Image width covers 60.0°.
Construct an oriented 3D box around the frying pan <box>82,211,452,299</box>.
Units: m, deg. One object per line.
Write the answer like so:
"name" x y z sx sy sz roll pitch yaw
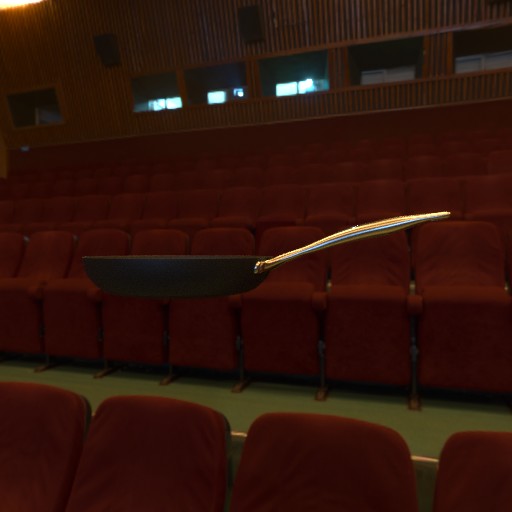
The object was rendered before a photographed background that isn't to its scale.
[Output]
"frying pan" 0.000 0.000 0.580 0.472 0.105 0.255 0 1 17
